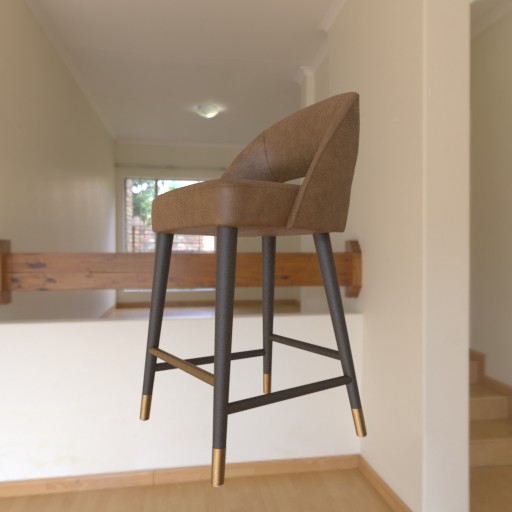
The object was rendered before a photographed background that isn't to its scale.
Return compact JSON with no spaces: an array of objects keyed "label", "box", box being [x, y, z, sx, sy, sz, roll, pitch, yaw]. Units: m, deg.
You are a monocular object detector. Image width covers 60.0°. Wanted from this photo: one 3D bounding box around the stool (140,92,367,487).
[{"label":"stool","box":[0.000,0.000,1.224,0.509,0.940,0.494,0,1,-34]}]
